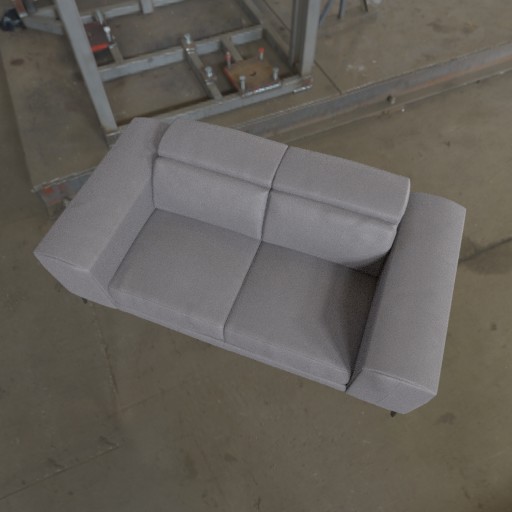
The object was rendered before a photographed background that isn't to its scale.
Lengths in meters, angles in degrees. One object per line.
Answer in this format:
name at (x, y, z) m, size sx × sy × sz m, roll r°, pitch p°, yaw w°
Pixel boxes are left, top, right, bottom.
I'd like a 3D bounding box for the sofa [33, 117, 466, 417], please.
sofa at (0.000, 0.000, 2.328) m, size 1.895 × 0.779 × 1.003 m, roll 18°, pitch 60°, yaw 11°
